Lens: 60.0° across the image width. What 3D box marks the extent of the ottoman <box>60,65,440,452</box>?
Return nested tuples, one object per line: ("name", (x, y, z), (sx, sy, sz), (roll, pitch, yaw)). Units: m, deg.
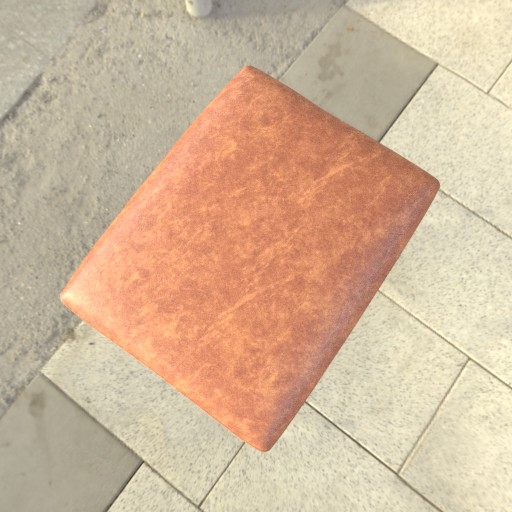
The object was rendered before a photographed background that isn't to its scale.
("ottoman", (0.000, 0.000, 1.176), (0.586, 0.486, 0.742), (34, 79, 8))
